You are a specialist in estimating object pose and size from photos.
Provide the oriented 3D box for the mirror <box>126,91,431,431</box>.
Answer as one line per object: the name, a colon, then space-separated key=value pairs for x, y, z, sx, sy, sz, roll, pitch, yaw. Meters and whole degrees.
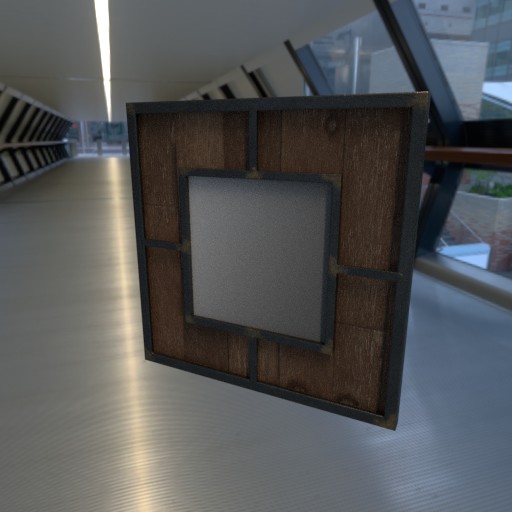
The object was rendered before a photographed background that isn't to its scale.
mirror: x=0.000 y=0.000 z=0.567 sx=0.382 sy=0.381 sz=0.020 roll=8 pitch=17 yaw=26
